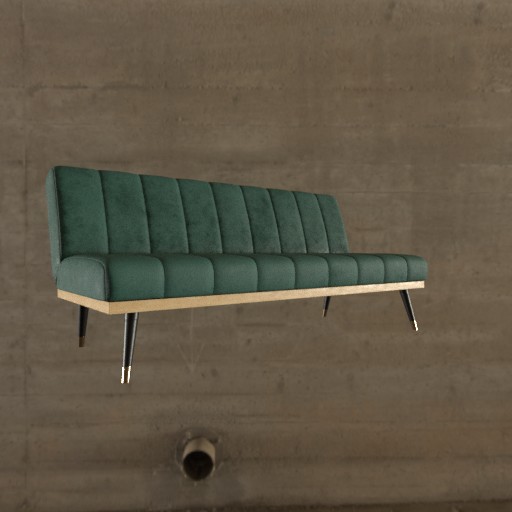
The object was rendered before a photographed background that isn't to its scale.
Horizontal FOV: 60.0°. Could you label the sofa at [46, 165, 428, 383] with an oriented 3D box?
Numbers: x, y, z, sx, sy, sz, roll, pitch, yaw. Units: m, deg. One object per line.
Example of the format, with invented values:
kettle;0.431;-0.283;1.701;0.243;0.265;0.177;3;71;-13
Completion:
sofa;0.000;0.000;2.254;1.810;0.820;0.830;0;1;-37
